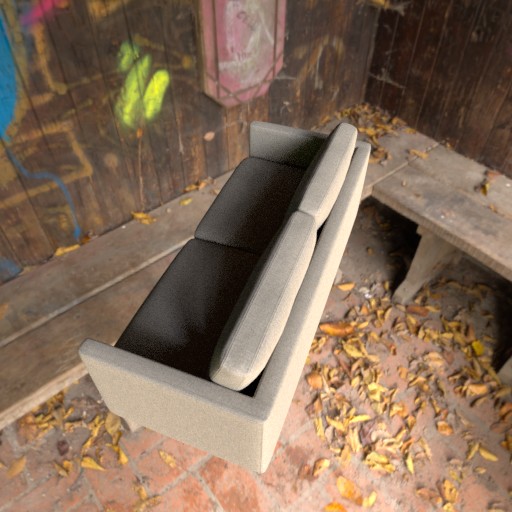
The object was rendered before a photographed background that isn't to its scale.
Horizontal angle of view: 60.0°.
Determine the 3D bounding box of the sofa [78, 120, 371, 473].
[{"bbox_3d":[0.000,0.000,2.780,0.956,0.963,2.208,16,49,14],"label":"sofa"}]
